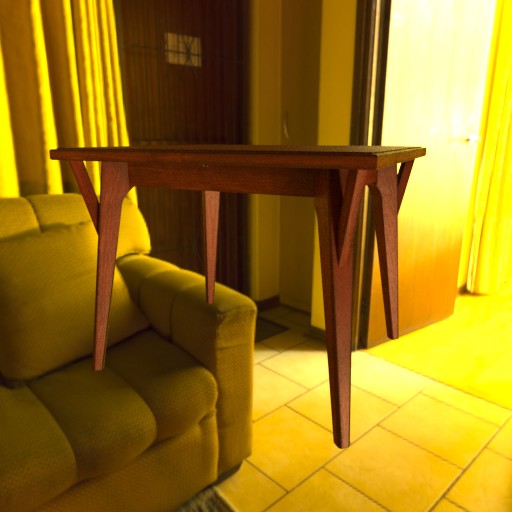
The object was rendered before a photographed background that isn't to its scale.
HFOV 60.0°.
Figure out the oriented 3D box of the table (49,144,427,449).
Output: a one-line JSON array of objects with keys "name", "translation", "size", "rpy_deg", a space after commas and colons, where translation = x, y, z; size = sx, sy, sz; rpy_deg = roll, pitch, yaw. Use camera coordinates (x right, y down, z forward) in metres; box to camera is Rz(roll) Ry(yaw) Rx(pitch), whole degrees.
[{"name": "table", "translation": [0.000, 0.000, 1.592], "size": [0.991, 0.761, 0.838], "rpy_deg": [7, 17, 26]}]
